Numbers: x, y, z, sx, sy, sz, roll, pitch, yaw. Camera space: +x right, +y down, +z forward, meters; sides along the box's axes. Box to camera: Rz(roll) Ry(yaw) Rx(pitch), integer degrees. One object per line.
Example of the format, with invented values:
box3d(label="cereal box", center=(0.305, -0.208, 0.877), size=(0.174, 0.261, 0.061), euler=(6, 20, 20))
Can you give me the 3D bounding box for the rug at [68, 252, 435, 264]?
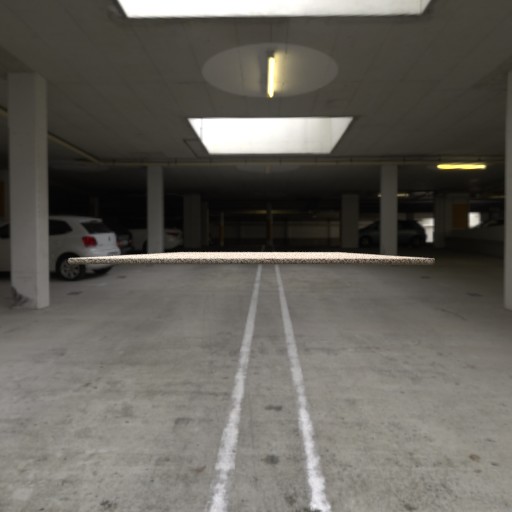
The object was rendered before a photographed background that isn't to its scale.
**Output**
box3d(label="rug", center=(0.000, 0.000, 2.984), size=(1.500, 0.025, 2.346), euler=(0, 1, 1))
